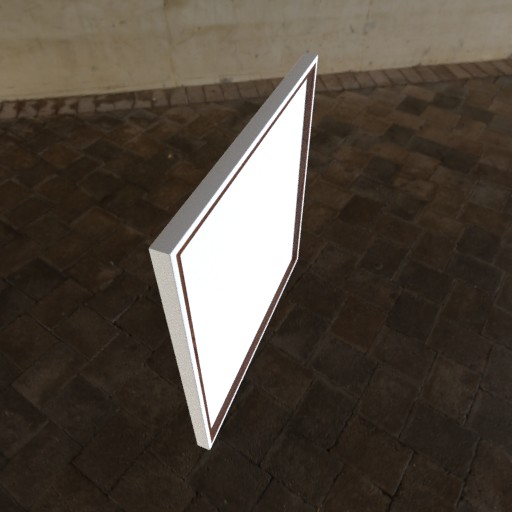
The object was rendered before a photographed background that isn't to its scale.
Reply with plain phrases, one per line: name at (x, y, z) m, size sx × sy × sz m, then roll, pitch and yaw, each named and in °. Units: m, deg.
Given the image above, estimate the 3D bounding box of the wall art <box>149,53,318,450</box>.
wall art at (0.000, 0.000, 1.545) m, size 0.049 × 1.009 × 1.009 m, roll 16°, pitch 49°, yaw 15°
